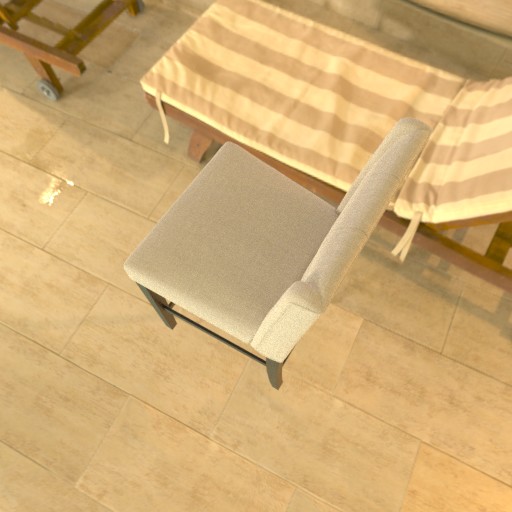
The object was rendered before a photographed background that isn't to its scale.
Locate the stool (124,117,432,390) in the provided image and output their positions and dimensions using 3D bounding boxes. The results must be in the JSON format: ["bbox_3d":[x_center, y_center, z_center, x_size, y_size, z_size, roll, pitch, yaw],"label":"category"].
[{"bbox_3d":[0.000,0.000,1.211,0.509,0.939,0.474,30,68,13],"label":"stool"}]
